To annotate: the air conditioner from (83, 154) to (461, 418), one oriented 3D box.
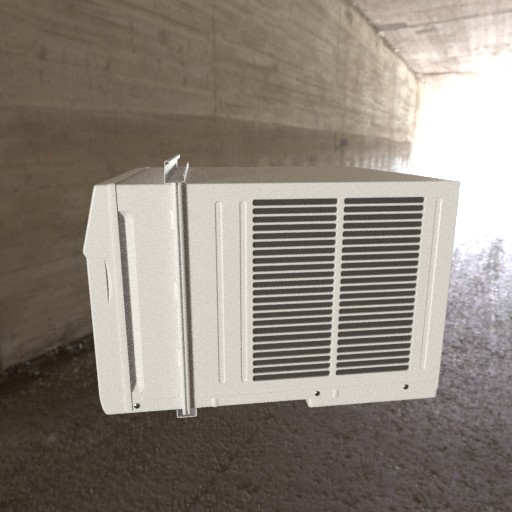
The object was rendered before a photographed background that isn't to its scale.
[{"bbox_3d":[0.000,0.000,0.886,0.546,0.388,0.503,-2,14,-8],"label":"air conditioner"}]
